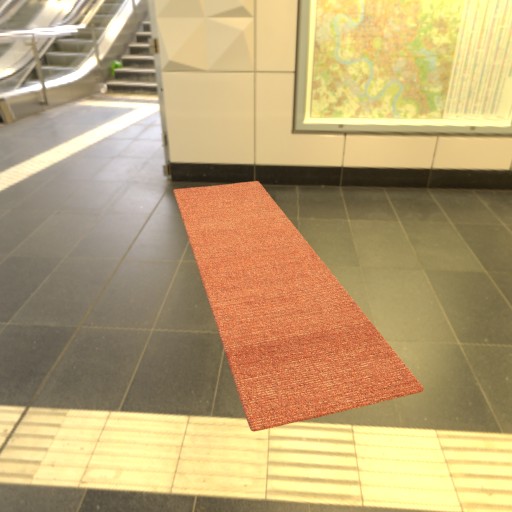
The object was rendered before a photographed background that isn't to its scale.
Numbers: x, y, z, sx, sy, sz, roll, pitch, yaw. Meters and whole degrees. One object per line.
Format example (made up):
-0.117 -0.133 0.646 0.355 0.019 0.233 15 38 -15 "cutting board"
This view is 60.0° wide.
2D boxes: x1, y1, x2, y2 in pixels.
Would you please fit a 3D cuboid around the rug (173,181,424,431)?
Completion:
0.000 0.000 2.558 0.687 0.012 2.307 -8 31 -14 "rug"
